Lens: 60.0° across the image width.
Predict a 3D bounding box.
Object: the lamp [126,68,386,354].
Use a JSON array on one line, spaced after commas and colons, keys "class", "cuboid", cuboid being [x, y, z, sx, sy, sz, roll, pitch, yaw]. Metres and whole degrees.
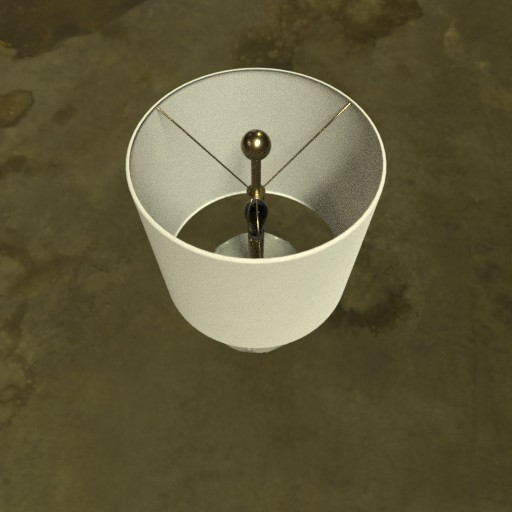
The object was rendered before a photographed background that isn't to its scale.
[{"class": "lamp", "cuboid": [0.000, 0.000, 0.611, 0.254, 0.452, 0.254, 0, 59, 0]}]
